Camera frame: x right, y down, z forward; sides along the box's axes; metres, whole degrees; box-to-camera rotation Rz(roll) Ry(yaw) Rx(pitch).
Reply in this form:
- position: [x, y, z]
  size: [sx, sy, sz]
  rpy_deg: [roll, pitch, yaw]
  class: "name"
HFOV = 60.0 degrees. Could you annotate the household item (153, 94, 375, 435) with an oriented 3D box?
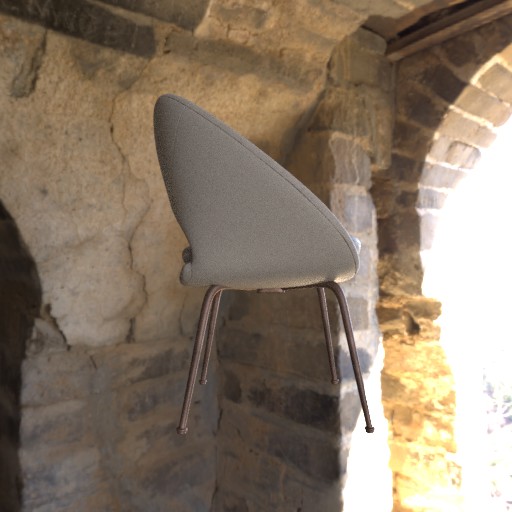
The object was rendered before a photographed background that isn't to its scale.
- position: [0.000, 0.000, 1.278]
  size: [0.573, 0.852, 0.623]
  rpy_deg: [0, -2, -1]
  class: "household item"
